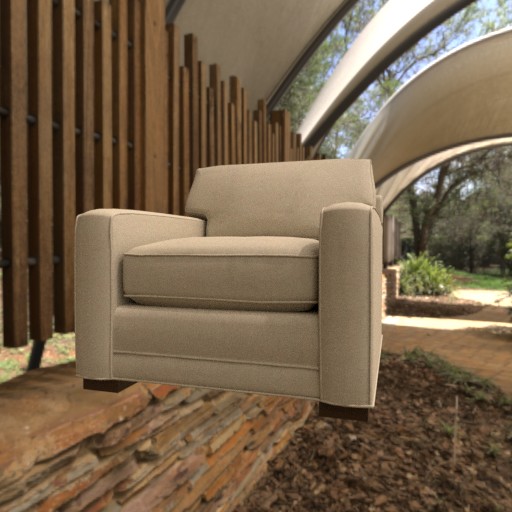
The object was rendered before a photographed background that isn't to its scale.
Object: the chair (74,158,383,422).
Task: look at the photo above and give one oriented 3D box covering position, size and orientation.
[{"bbox_3d":[0.000,0.000,1.846,0.998,0.913,1.043,0,2,17],"label":"chair"}]
